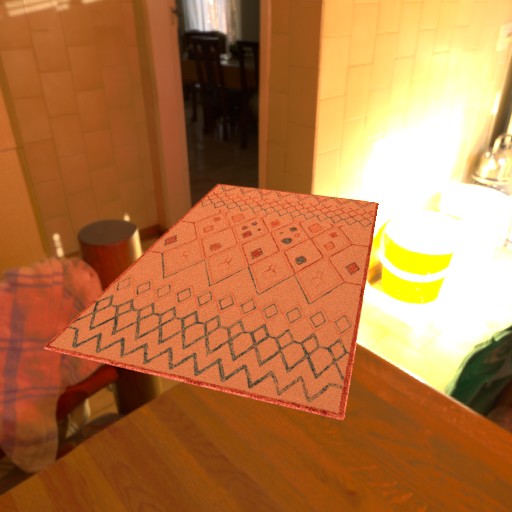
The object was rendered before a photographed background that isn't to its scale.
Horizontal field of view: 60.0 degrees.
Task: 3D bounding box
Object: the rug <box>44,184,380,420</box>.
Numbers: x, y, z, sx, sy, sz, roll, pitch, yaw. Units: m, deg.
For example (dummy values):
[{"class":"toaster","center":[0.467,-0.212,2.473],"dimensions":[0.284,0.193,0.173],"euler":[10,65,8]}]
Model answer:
[{"class":"rug","center":[0.000,0.000,3.076],"dimensions":[1.524,0.015,2.438],"euler":[9,31,15]}]
